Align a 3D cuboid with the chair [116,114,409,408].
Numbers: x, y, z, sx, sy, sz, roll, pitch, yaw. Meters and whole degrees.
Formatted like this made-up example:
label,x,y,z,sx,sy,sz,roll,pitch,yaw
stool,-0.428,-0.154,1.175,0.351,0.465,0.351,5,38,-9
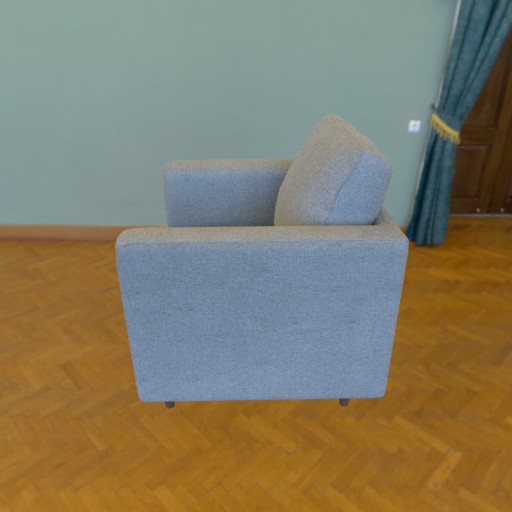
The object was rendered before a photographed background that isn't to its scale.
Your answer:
label,x,y,z,sx,sy,sz,roll,pitch,yaw
chair,0.000,0.000,1.611,0.800,0.927,0.855,0,27,-1
